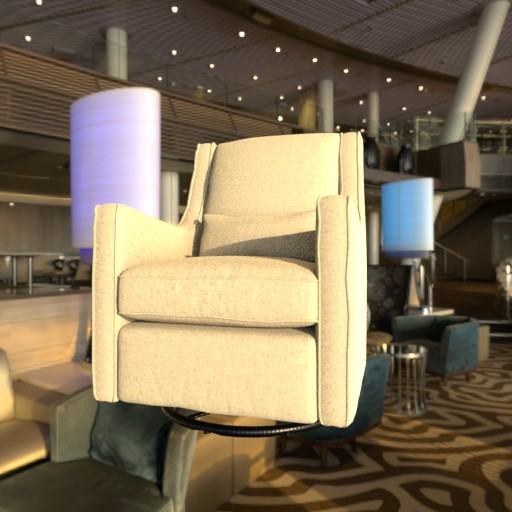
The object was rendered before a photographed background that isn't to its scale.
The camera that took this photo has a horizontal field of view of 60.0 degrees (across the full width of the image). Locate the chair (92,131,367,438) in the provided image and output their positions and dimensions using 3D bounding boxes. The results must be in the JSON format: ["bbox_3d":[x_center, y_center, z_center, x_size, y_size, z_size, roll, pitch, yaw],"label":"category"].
[{"bbox_3d":[0.000,0.000,1.544,0.732,0.993,0.879,0,0,17],"label":"chair"}]
